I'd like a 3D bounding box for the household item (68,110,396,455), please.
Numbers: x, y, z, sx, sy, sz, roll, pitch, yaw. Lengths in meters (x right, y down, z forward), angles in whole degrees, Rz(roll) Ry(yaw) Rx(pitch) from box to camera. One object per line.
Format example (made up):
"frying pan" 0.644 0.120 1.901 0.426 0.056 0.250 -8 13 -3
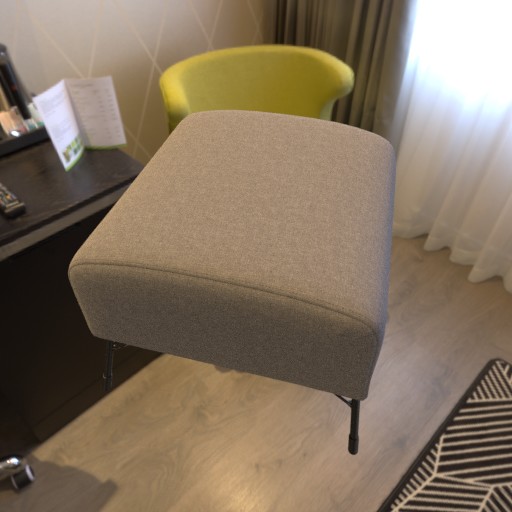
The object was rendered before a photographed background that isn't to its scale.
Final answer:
"household item" 0.000 0.000 0.914 0.530 0.410 0.530 10 45 10
